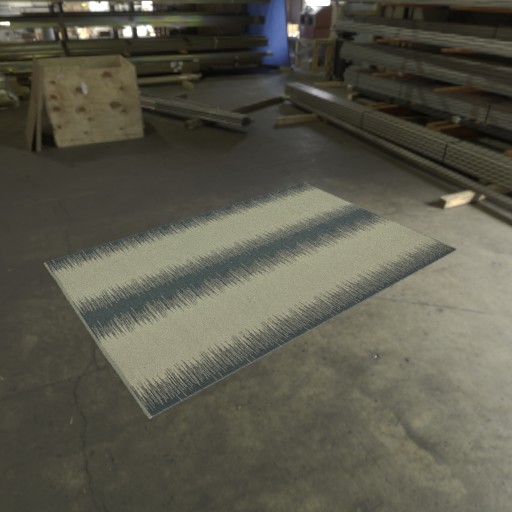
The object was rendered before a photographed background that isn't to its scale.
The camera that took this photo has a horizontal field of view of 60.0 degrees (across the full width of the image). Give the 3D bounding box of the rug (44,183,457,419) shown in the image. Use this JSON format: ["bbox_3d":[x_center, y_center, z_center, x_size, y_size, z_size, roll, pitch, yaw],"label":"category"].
[{"bbox_3d":[0.000,0.000,2.367,1.854,0.006,1.234,-22,37,-32],"label":"rug"}]
